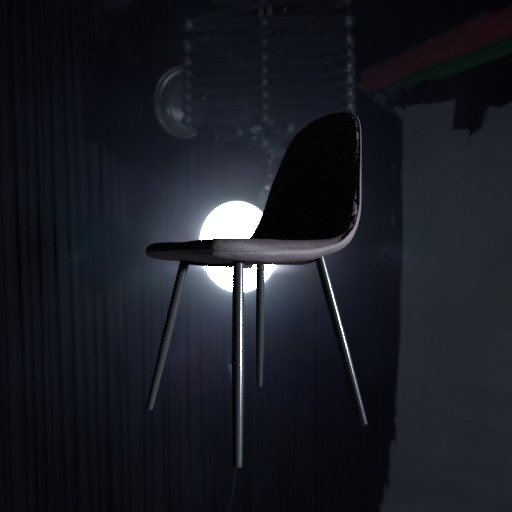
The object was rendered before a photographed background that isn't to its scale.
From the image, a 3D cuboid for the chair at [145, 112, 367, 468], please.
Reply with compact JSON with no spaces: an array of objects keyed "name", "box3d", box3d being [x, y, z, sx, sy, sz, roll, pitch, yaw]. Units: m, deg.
[{"name":"chair","box3d":[0.000,0.000,1.240,0.561,0.889,0.472,0,-1,-37]}]
